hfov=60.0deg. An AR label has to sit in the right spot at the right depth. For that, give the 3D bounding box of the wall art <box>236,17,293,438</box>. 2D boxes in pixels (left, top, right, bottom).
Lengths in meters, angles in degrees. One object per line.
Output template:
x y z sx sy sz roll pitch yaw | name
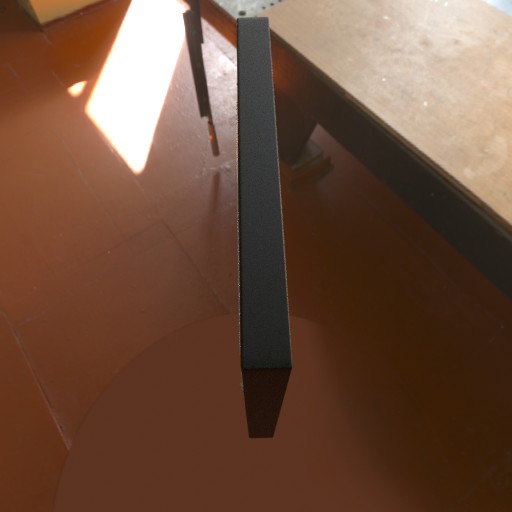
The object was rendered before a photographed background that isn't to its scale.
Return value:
0.000 0.000 0.589 0.041 0.407 0.406 -1 61 -1 | wall art
